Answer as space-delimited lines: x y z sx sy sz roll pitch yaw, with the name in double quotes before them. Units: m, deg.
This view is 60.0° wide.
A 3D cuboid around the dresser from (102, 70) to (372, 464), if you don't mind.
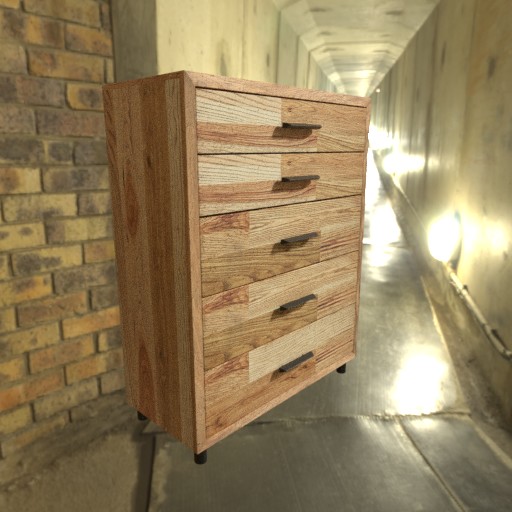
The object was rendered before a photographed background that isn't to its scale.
"dresser" 0.000 0.000 1.783 0.480 1.243 0.966 13 19 42
